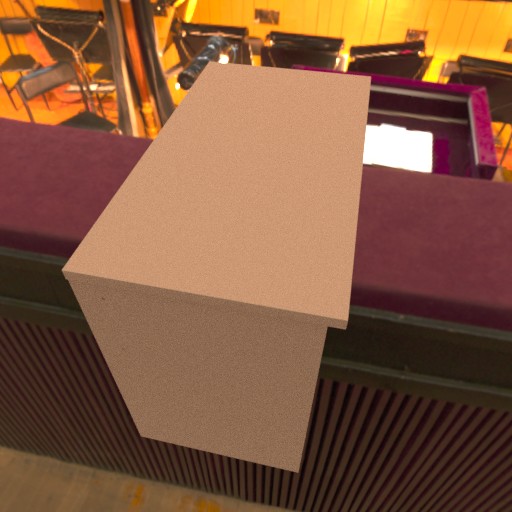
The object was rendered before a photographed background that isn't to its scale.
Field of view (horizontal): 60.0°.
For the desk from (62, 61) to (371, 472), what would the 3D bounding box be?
[{"bbox_3d":[0.000,0.000,1.305,0.498,0.729,0.900,9,47,9],"label":"desk"}]
